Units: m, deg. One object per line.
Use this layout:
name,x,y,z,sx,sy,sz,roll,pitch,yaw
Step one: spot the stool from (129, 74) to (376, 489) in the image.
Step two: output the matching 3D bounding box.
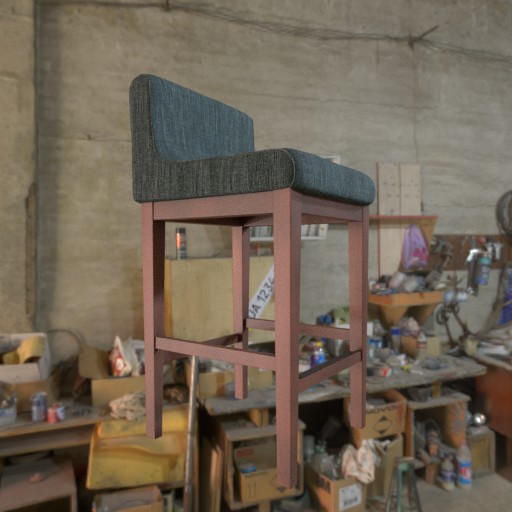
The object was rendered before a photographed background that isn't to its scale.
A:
stool,0.000,0.000,1.055,0.459,0.835,0.395,1,1,36
